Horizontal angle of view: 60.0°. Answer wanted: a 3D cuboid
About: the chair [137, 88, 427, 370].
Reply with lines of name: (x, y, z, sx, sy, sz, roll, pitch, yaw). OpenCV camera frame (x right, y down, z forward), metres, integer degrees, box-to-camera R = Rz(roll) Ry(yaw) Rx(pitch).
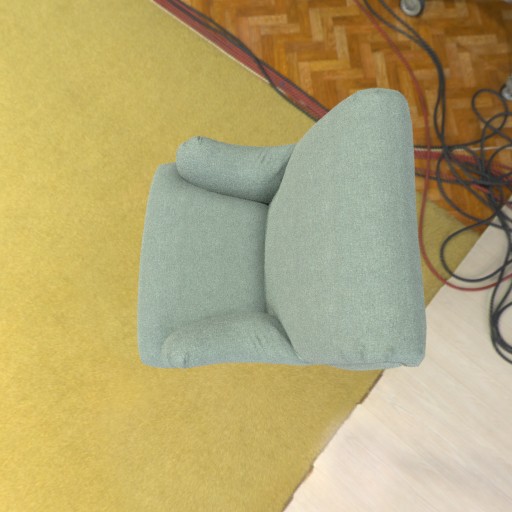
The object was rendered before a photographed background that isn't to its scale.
chair: (0.000, 0.000, 1.924, 1.060, 1.178, 0.964, 1, 75, 0)
